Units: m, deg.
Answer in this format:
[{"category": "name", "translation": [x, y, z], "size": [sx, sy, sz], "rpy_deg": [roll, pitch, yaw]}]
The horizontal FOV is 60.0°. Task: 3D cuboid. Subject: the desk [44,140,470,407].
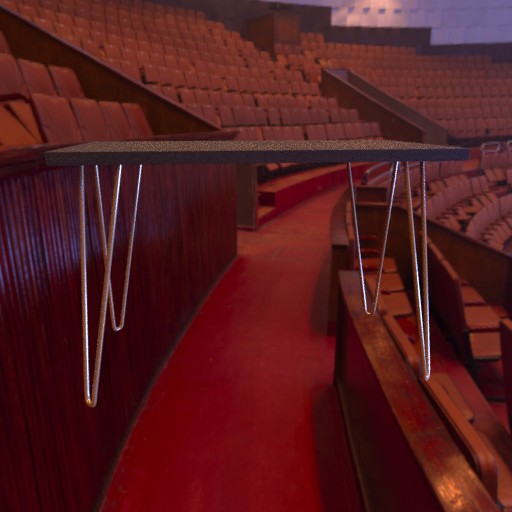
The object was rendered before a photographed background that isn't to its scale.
[{"category": "desk", "translation": [0.000, 0.000, 1.353], "size": [0.991, 0.660, 0.499], "rpy_deg": [-2, 17, -7]}]
